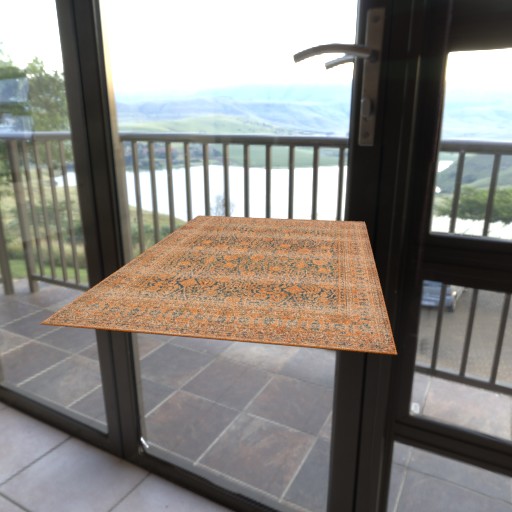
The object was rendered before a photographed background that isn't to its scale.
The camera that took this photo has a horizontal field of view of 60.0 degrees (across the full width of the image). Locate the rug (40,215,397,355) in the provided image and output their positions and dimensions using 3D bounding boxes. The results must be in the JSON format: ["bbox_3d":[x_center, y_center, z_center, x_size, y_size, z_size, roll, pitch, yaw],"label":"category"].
[{"bbox_3d":[0.000,0.000,2.933,1.525,0.007,2.336,3,17,10],"label":"rug"}]
